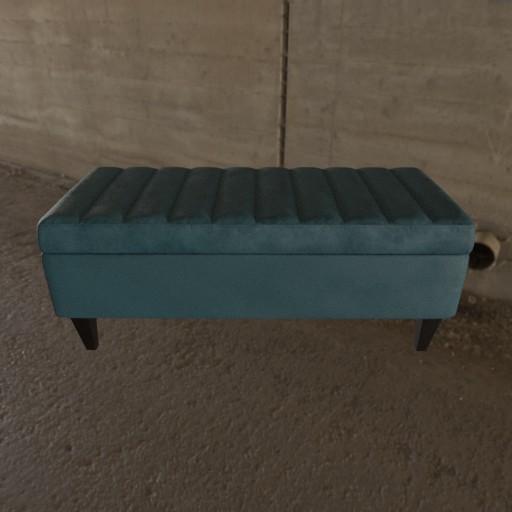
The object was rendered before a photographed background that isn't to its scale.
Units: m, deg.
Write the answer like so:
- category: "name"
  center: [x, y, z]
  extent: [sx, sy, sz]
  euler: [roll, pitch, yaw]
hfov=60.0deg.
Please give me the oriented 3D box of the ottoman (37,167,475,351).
- category: "ottoman"
  center: [0.000, 0.000, 1.433]
  extent: [1.151, 0.469, 0.482]
  euler: [0, 29, 0]
